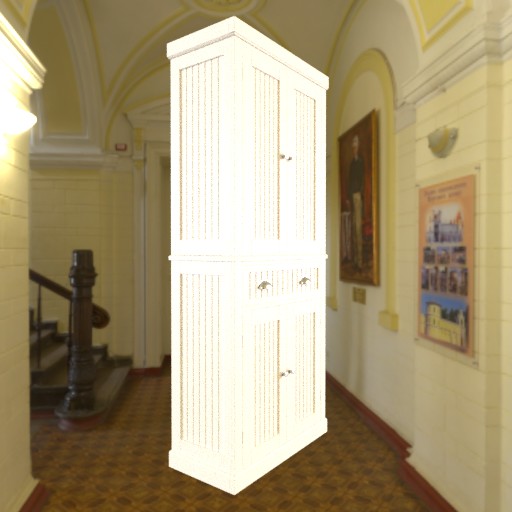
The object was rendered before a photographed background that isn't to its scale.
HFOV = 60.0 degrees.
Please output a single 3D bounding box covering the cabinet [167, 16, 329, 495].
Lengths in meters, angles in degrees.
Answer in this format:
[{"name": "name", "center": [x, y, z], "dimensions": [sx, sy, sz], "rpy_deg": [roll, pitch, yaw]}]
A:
[{"name": "cabinet", "center": [0.000, 0.000, 2.100], "dimensions": [0.390, 1.829, 0.754], "rpy_deg": [1, 1, 37]}]
